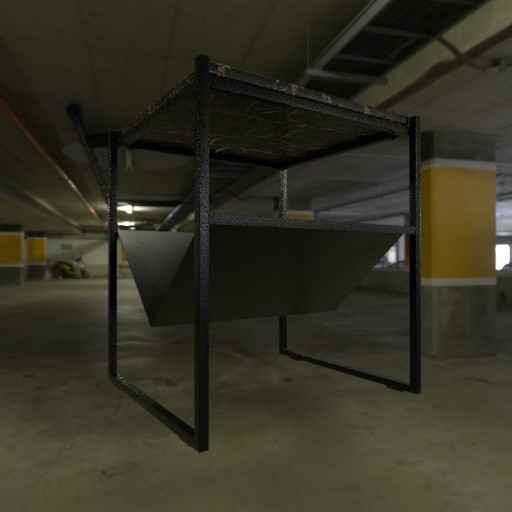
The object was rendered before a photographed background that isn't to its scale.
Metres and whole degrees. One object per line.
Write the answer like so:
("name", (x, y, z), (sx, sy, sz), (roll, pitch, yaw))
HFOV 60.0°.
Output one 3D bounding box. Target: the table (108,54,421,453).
("table", (0.000, 0.000, 0.894), (0.469, 0.534, 0.432), (0, 0, -34))
